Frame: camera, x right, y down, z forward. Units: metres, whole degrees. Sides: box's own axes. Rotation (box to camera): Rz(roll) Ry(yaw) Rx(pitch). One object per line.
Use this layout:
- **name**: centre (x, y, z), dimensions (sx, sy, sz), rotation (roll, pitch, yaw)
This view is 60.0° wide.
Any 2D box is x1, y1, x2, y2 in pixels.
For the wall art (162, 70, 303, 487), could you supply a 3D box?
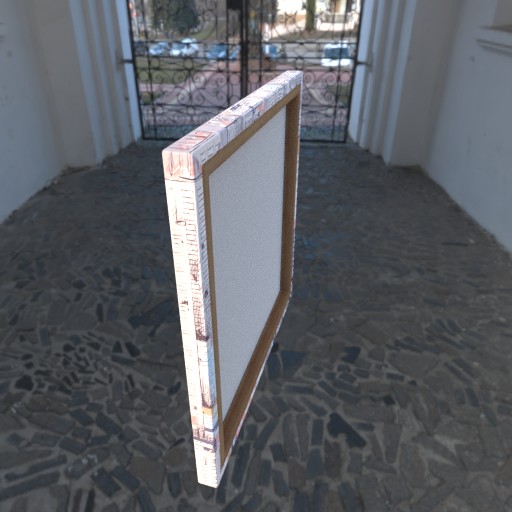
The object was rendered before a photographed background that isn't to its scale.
- **wall art**: centre (0.000, 0.000, 1.108), dimensions (0.048, 0.762, 0.761), rotation (9, 32, 14)
